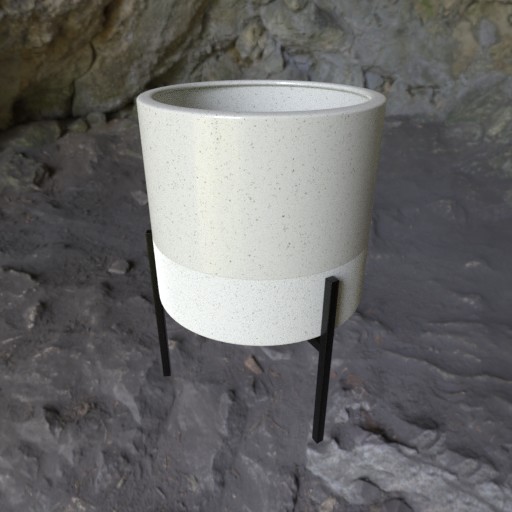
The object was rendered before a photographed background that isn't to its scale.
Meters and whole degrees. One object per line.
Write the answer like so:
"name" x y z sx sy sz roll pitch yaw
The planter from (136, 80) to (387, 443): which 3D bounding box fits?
"planter" 0.000 0.000 0.330 0.159 0.230 0.152 0 28 0
